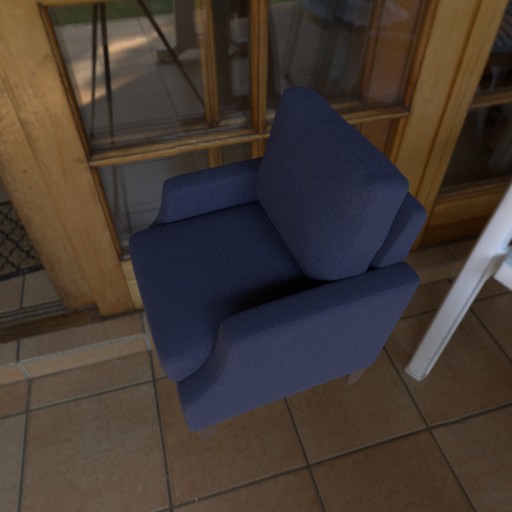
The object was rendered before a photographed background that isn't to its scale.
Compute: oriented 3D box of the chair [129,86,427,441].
[{"bbox_3d":[0.000,0.000,1.685,0.897,0.991,0.855,-16,48,-15],"label":"chair"}]
